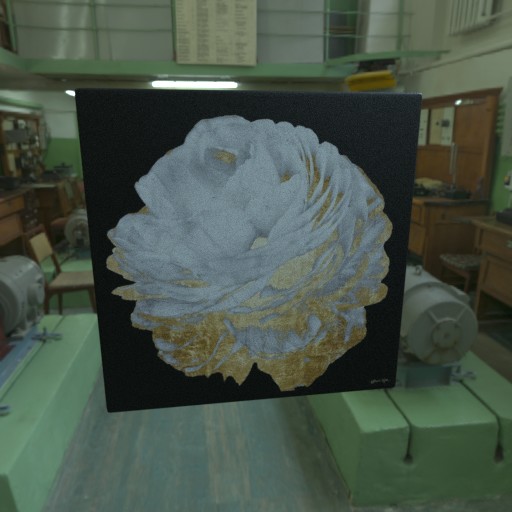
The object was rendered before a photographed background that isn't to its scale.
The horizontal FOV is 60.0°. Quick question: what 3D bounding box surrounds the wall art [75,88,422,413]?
[{"bbox_3d":[0.000,0.000,0.584,0.406,0.407,0.041,-2,15,-8],"label":"wall art"}]
